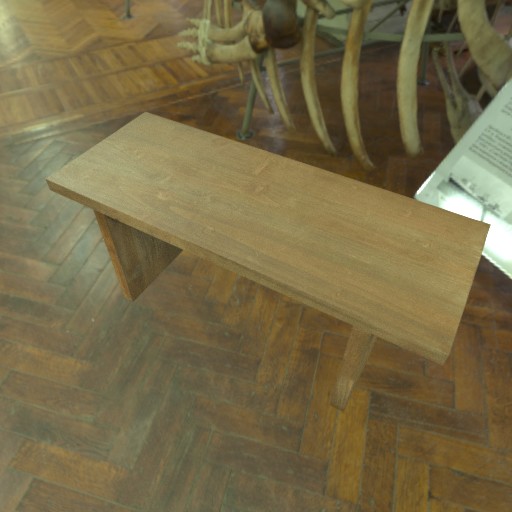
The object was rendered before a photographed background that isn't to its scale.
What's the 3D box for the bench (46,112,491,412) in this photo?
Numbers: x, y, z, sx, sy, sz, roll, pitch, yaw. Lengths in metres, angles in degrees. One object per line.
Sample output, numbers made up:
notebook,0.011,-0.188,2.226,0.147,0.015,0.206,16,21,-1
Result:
bench,0.000,0.000,1.416,1.183,0.458,0.458,23,51,20
